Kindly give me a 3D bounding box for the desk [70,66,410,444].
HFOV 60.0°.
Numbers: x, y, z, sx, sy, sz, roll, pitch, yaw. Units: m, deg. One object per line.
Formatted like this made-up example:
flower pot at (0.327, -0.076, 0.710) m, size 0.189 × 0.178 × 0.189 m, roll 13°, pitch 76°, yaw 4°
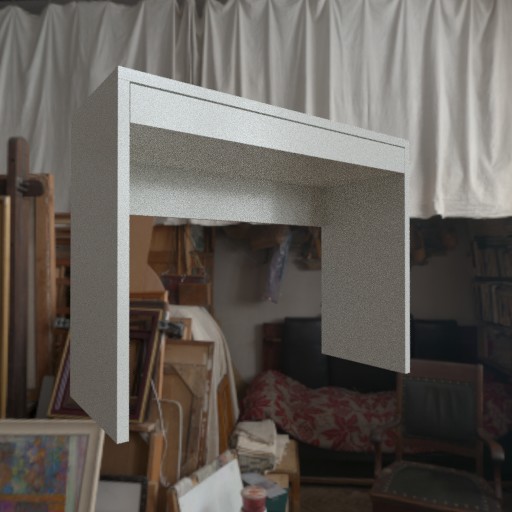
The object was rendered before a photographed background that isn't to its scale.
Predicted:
desk at (0.000, 0.000, 1.380) m, size 1.000 × 0.790 × 0.400 m, roll 0°, pitch -1°, yaw -36°
